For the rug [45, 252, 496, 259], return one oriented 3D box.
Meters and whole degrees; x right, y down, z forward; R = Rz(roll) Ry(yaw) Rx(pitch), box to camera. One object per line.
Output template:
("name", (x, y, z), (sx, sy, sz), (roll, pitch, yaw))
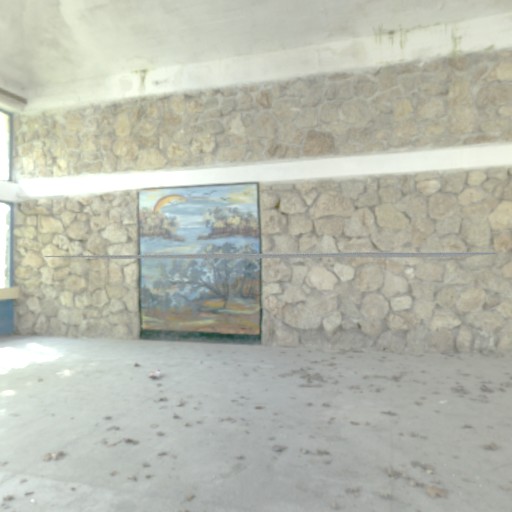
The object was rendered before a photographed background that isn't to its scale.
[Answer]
("rug", (0.000, 0.000, 2.665), (2.439, 0.013, 0.762), (0, -1, 18))
